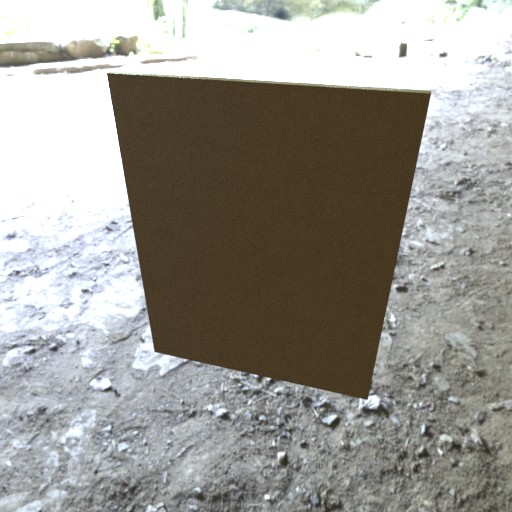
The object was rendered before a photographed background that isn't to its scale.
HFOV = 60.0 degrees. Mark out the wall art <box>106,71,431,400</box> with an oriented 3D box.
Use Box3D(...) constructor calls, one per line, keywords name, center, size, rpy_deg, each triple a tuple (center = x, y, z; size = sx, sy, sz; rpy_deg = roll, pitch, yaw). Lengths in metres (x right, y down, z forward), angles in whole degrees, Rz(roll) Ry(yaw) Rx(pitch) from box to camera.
Box3D(name="wall art", center=(0.000, 0.000, 1.337), size=(0.798, 1.002, 0.030), rpy_deg=(9, 34, 14))
